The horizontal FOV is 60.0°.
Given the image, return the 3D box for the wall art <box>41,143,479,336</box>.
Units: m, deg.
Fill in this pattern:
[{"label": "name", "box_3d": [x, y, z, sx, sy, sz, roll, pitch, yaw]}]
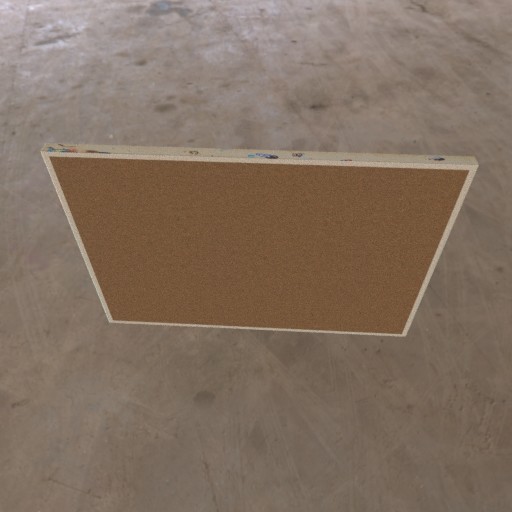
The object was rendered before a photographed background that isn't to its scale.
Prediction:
[{"label": "wall art", "box_3d": [0.000, 0.000, 1.433, 1.136, 0.769, 0.040, 2, 46, 2]}]
